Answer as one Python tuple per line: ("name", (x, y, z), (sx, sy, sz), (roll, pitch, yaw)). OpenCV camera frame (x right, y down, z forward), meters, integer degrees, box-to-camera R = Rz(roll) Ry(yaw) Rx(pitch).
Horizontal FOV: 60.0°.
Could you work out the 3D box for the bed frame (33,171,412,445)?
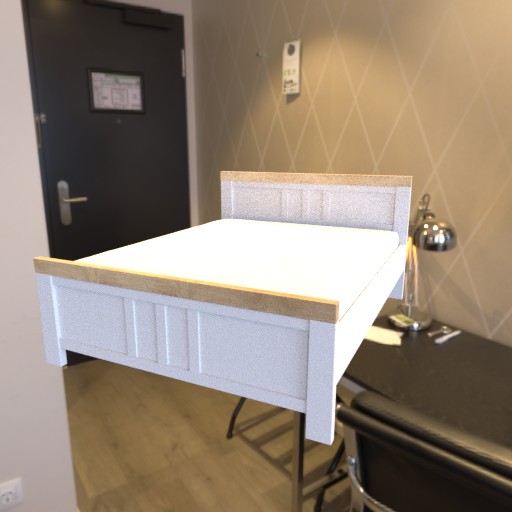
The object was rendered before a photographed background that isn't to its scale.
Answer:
("bed frame", (0.000, 0.000, 2.954), (1.670, 0.980, 2.050), (7, 15, 25))
